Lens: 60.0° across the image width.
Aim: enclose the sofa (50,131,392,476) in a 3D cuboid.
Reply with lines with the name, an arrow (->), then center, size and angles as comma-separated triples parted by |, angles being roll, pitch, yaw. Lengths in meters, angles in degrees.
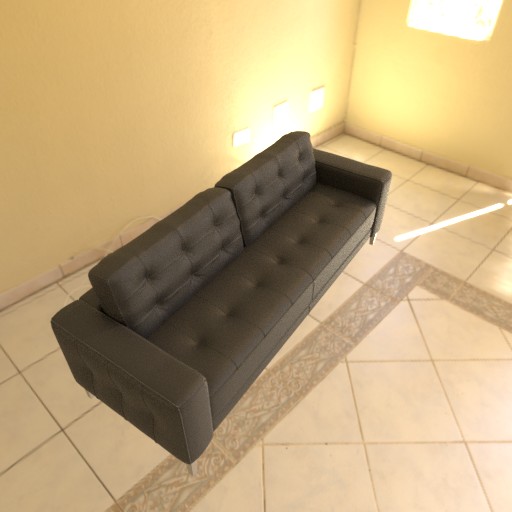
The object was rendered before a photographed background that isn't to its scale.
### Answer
sofa -> 0.000, 0.000, 2.709 | 0.833, 0.893, 2.275 | 24, 46, 26
